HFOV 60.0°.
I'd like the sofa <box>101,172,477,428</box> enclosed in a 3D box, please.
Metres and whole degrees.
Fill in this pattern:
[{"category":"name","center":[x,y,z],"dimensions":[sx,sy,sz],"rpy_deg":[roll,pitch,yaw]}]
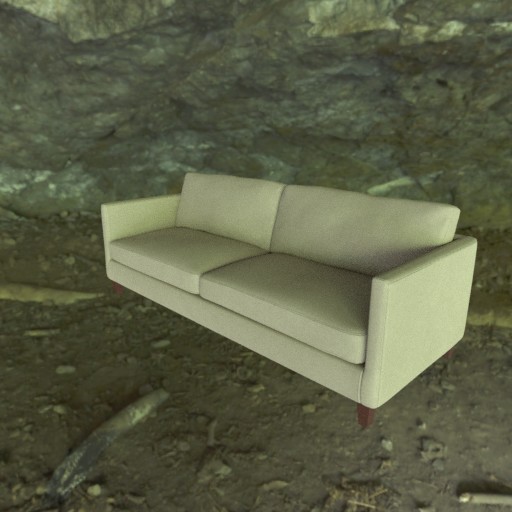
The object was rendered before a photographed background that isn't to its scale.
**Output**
[{"category":"sofa","center":[0.000,0.000,2.892],"dimensions":[0.988,0.912,2.404],"rpy_deg":[-16,23,-42]}]
